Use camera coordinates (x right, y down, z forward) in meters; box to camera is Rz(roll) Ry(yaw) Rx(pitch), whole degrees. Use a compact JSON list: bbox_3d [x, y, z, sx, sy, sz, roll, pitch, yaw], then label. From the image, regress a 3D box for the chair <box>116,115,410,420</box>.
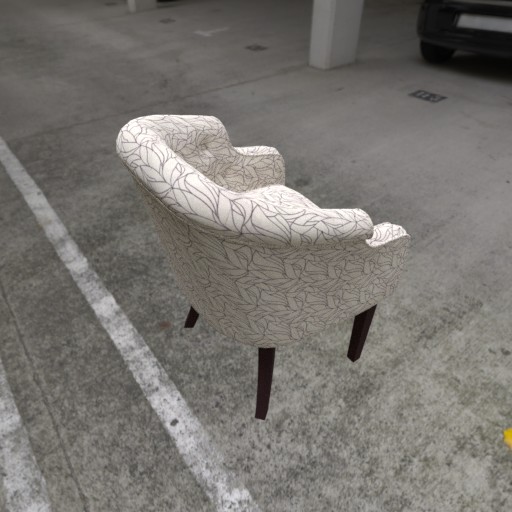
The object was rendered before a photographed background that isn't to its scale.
[{"bbox_3d":[0.000,0.000,1.321,0.613,0.858,0.686,-26,47,-27],"label":"chair"}]
